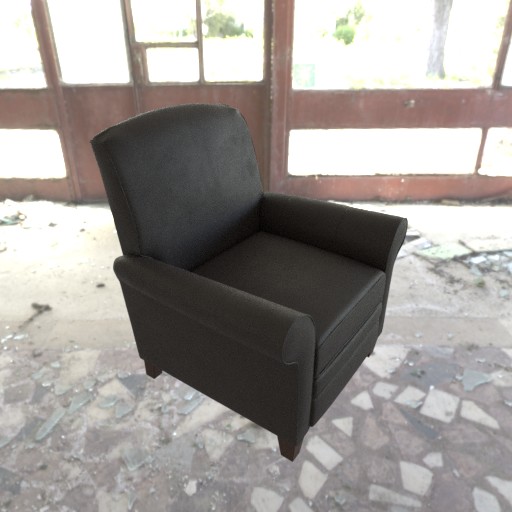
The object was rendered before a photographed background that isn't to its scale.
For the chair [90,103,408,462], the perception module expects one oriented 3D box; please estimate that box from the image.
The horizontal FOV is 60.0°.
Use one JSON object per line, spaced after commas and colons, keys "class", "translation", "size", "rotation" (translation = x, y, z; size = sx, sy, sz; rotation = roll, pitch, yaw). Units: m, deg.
{"class": "chair", "translation": [0.000, 0.000, 1.758], "size": [0.902, 1.061, 0.978], "rotation": [19, 33, 31]}
